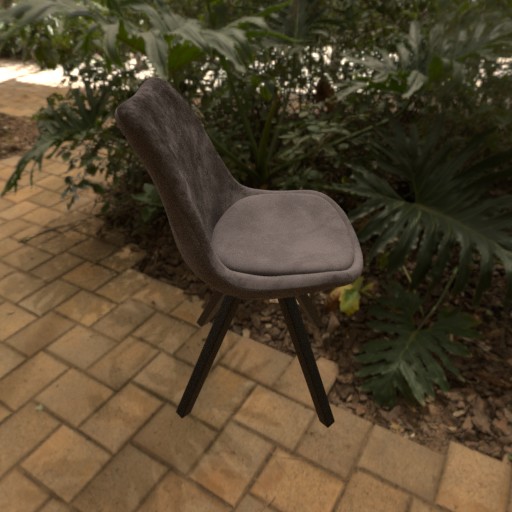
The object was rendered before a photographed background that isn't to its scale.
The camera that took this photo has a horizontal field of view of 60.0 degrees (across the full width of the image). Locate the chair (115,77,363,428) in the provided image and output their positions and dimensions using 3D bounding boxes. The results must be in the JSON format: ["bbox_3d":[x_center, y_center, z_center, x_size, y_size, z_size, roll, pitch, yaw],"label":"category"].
[{"bbox_3d":[0.000,0.000,1.186,0.550,0.850,0.485,1,34,2],"label":"chair"}]
